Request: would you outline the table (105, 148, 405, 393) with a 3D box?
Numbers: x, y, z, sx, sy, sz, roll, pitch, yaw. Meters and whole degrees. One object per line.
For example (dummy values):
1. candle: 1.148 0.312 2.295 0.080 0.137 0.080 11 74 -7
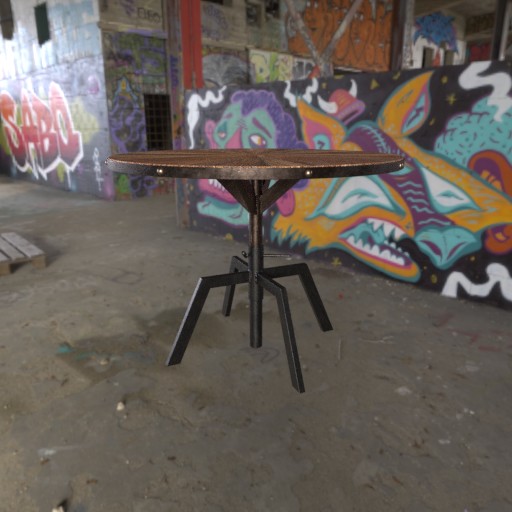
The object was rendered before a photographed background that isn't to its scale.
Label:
1. table: 0.000 0.000 1.473 0.885 0.658 0.885 0 16 0
